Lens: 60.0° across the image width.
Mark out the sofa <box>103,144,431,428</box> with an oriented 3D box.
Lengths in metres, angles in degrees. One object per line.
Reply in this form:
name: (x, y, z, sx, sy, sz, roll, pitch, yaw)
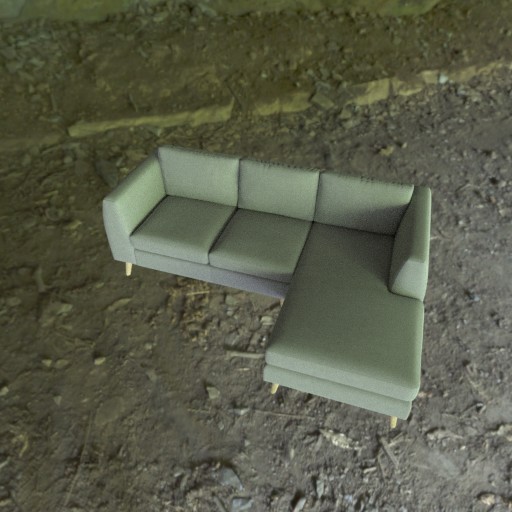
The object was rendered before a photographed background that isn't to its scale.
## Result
sofa: (0.000, 0.000, 3.123, 2.300, 0.860, 1.580, 12, 42, 14)
